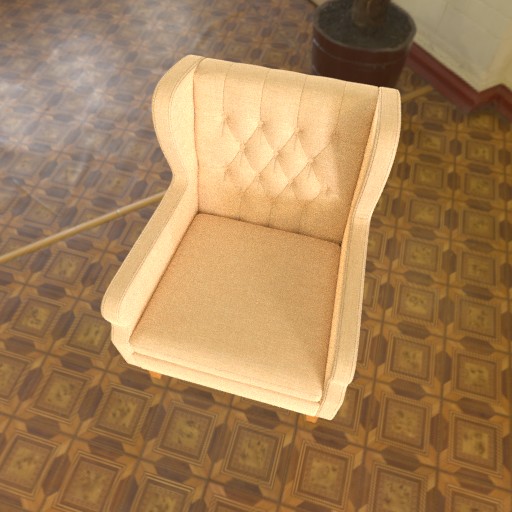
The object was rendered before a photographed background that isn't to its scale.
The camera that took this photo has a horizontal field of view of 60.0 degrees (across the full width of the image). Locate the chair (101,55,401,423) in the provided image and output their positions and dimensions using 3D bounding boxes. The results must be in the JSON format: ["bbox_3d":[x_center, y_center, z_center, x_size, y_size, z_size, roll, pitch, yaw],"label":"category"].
[{"bbox_3d":[0.000,0.000,1.438,0.710,0.930,0.760,13,58,8],"label":"chair"}]
